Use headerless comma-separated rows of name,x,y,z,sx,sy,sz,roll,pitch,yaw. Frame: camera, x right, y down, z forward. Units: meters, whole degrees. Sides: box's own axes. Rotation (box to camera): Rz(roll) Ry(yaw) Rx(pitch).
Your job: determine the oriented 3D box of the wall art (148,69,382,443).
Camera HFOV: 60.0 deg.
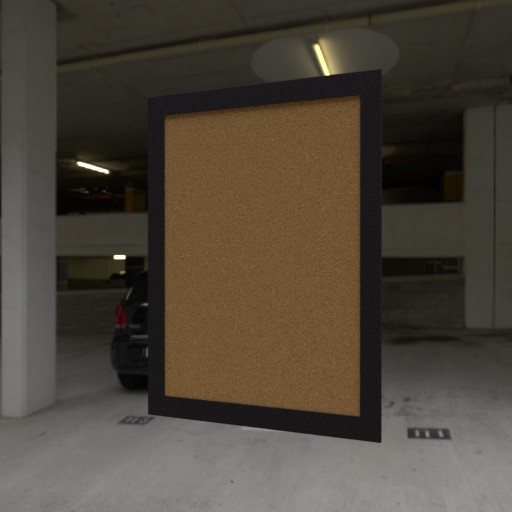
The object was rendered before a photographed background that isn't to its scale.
wall art,0.000,0.000,0.686,0.374,0.529,0.012,0,0,17
